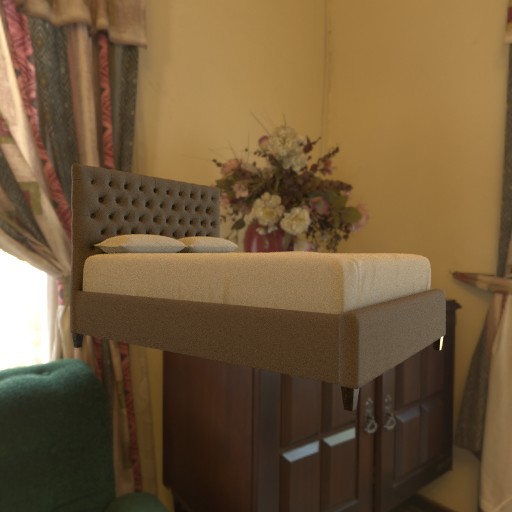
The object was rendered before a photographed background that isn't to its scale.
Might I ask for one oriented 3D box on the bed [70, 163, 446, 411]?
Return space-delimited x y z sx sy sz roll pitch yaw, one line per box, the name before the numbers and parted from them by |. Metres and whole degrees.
bed | 0.000 0.000 3.414 2.387 1.427 1.698 1 1 36
